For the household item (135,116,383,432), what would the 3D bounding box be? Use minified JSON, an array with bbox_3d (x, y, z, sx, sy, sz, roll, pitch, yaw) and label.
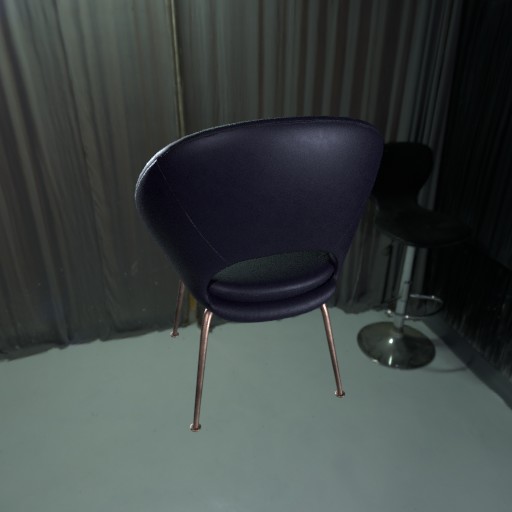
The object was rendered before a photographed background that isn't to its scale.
[{"bbox_3d":[0.000,0.000,1.266,0.623,0.852,0.573,-8,28,-15],"label":"household item"}]
